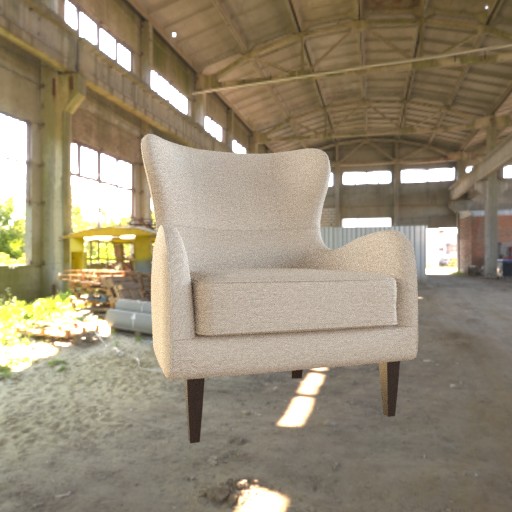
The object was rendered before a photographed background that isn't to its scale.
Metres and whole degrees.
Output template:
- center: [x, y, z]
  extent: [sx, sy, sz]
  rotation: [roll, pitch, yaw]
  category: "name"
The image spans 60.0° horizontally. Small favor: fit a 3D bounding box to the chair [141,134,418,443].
- center: [0.000, 0.000, 1.768]
  extent: [0.861, 1.064, 0.984]
  rotation: [0, 0, -19]
  category: "chair"
